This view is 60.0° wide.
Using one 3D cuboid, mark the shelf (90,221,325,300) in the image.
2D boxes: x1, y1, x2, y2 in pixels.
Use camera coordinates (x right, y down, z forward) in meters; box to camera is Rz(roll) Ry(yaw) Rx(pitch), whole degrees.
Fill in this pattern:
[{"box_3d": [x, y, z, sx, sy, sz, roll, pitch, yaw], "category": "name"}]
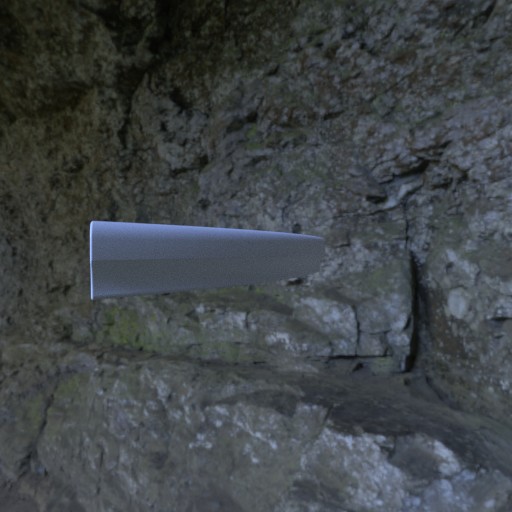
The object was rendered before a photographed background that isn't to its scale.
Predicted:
[{"box_3d": [0.000, 0.000, 0.464, 0.310, 0.050, 0.310, 0, 1, -18], "category": "shelf"}]
